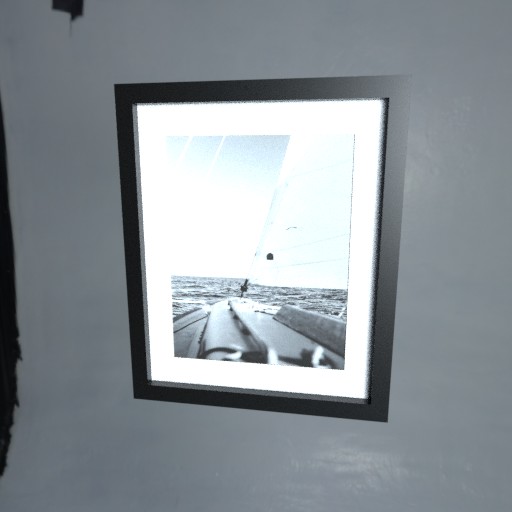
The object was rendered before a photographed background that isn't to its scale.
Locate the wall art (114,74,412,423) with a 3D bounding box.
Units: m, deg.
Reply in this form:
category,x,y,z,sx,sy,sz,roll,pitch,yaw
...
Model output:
category,x,y,z,sx,sy,sz,roll,pitch,yaw
wall art,0.000,0.000,0.751,0.461,0.558,0.031,2,12,10
